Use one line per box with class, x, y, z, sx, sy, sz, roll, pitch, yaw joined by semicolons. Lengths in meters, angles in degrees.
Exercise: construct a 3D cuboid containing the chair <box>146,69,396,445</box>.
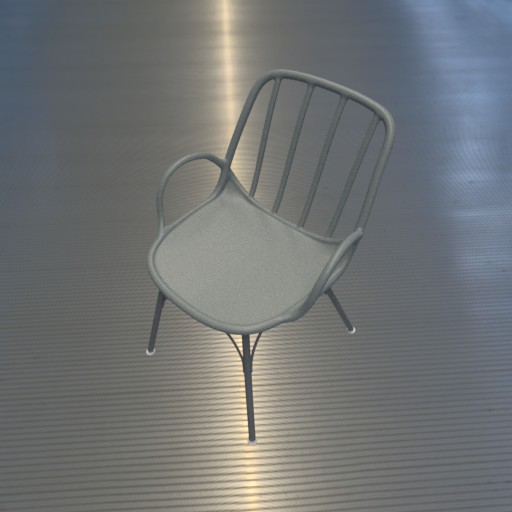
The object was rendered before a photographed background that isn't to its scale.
chair;0.000;0.000;1.262;0.549;0.816;0.597;32;55;27
